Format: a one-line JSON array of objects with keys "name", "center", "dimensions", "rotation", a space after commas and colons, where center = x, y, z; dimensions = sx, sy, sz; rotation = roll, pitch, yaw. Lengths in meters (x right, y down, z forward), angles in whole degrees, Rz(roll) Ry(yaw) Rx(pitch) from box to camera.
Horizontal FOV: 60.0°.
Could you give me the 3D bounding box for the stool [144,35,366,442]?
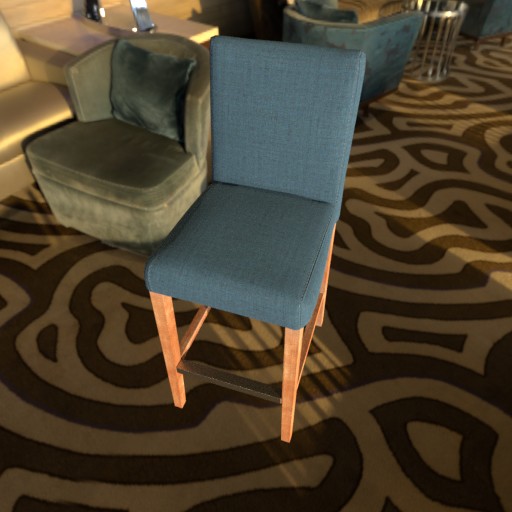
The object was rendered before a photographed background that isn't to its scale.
[{"name": "stool", "center": [0.000, 0.000, 1.356], "dimensions": [0.454, 1.088, 0.574], "rotation": [13, 43, 14]}]
